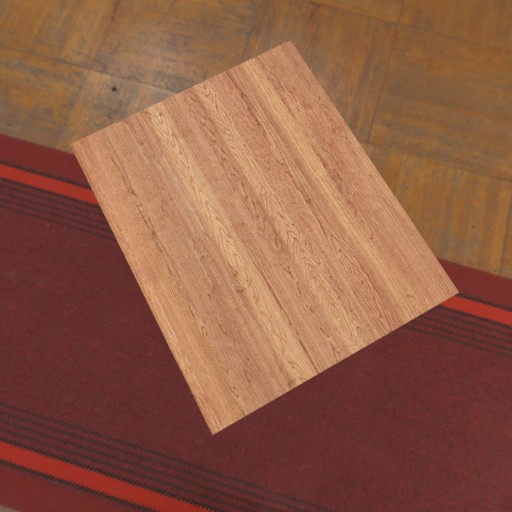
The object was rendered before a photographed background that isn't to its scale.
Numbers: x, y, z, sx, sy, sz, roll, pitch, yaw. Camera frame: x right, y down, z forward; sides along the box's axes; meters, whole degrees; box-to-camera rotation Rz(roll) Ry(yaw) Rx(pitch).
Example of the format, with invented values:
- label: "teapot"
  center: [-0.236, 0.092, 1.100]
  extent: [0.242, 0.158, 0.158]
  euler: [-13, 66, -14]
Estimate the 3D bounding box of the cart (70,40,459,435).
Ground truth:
- label: "cart"
  center: [0.000, 0.000, 1.097]
  extent: [0.558, 0.603, 0.666]
  euler: [-28, 77, -7]
